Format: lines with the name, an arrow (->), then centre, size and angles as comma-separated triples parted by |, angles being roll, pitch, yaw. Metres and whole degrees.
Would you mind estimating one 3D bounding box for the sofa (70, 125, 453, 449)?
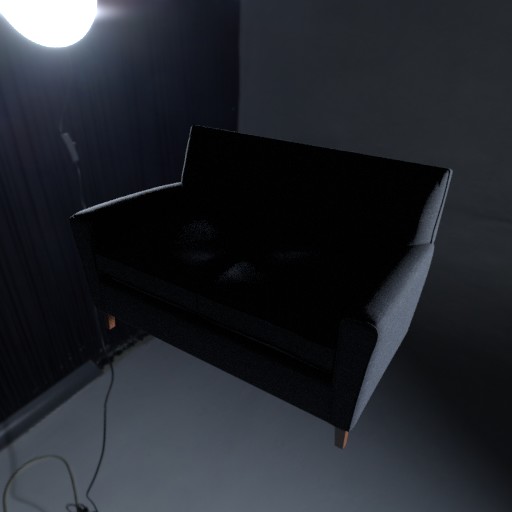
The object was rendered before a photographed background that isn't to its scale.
sofa -> 0.000, 0.000, 2.007 | 1.420, 0.846, 0.875 | 18, 34, 28
